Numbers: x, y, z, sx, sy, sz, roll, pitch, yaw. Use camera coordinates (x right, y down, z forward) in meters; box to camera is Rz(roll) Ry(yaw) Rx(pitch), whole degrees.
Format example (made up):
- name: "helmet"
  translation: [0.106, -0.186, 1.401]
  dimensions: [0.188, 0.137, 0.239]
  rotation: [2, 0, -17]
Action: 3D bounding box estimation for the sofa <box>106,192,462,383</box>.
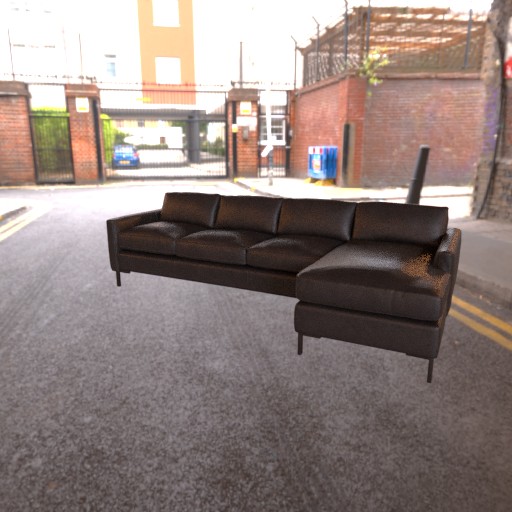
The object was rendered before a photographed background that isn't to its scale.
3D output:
- name: "sofa"
  translation: [0.000, 0.000, 3.638]
  dimensions: [2.993, 0.859, 1.471]
  rotation: [7, 15, 26]
